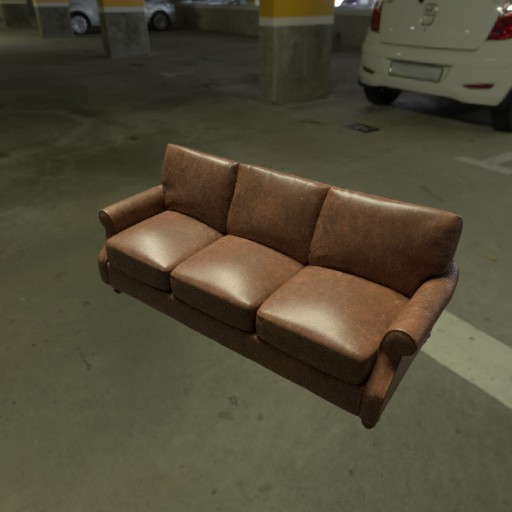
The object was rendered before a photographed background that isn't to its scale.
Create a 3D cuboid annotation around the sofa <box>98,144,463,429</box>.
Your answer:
[{"bbox_3d":[0.000,0.000,2.888,2.351,0.977,0.973,21,36,31],"label":"sofa"}]
